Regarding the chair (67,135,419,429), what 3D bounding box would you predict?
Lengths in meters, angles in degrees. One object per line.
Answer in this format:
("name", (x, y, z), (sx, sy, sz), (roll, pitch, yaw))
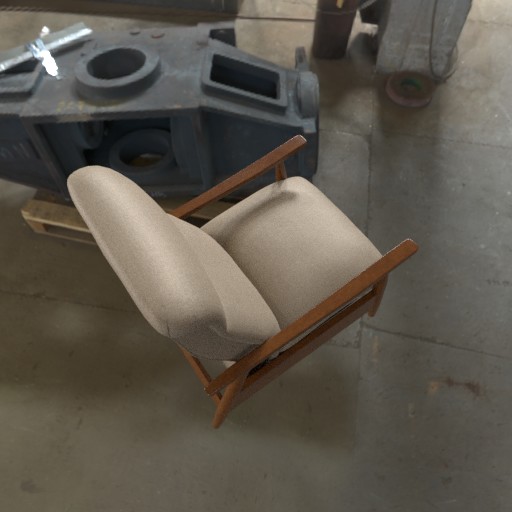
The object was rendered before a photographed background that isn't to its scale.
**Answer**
("chair", (0.000, 0.000, 1.805), (1.032, 1.082, 0.762), (-31, 64, -17))
